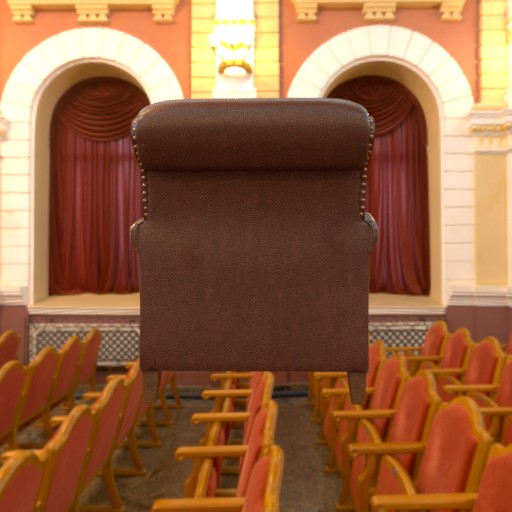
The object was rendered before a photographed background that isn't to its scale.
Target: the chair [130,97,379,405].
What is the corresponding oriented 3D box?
[{"bbox_3d":[0.000,0.000,1.653,0.854,0.927,0.890,0,-1,1],"label":"chair"}]
